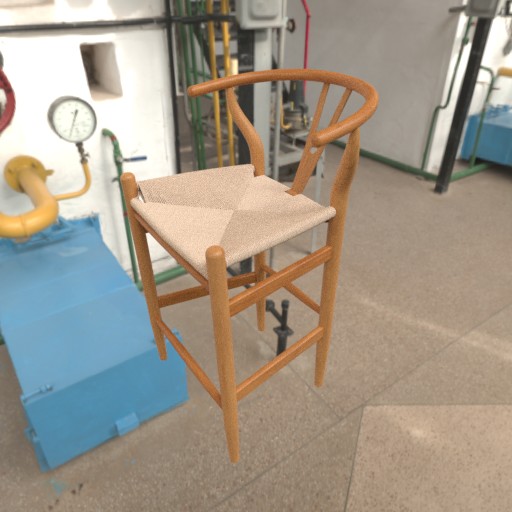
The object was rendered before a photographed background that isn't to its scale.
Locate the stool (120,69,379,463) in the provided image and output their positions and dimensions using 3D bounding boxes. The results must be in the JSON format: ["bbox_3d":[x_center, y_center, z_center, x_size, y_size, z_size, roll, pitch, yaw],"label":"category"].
[{"bbox_3d":[0.000,0.000,1.324,0.579,0.970,0.569,-20,37,-29],"label":"stool"}]
